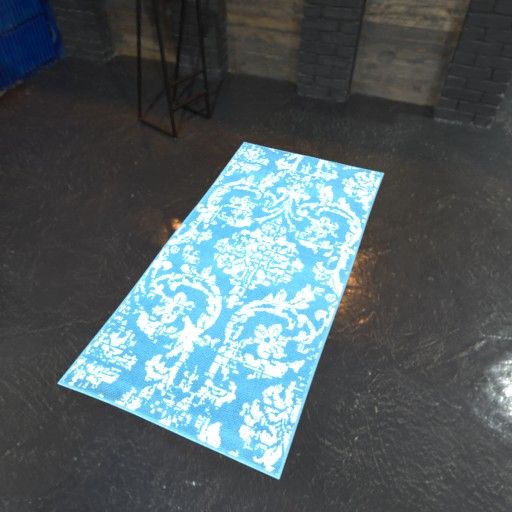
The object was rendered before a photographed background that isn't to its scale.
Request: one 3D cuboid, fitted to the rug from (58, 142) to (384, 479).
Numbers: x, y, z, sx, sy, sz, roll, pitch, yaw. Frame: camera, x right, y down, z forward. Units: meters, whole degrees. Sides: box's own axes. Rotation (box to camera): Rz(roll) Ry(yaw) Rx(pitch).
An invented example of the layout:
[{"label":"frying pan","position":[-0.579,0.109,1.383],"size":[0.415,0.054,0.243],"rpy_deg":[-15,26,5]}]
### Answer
[{"label":"rug","position":[0.000,0.000,1.441],"size":[0.604,0.007,1.219],"rpy_deg":[16,49,15]}]
